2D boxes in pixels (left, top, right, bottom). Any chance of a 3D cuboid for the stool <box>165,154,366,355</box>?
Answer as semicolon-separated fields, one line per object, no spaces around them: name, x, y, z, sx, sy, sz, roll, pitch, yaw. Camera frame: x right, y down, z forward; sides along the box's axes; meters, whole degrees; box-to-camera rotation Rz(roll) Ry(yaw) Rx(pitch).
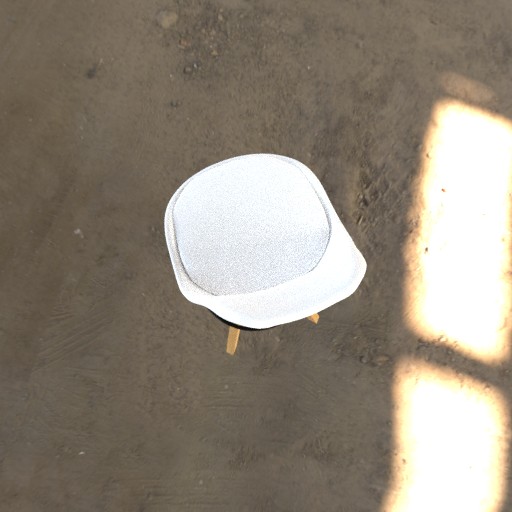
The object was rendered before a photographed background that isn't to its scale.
stool;0.000;0.000;1.402;0.482;1.115;0.549;-20;76;-5
